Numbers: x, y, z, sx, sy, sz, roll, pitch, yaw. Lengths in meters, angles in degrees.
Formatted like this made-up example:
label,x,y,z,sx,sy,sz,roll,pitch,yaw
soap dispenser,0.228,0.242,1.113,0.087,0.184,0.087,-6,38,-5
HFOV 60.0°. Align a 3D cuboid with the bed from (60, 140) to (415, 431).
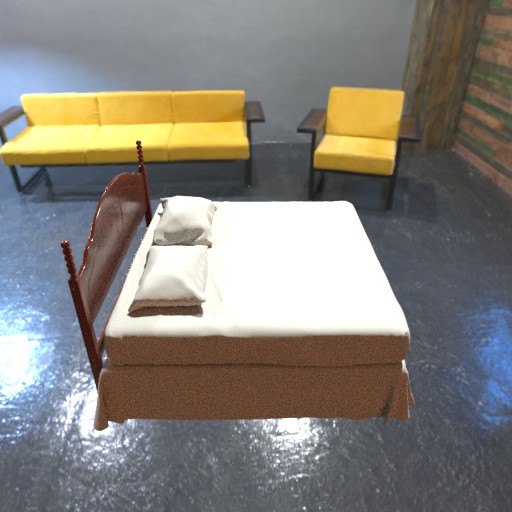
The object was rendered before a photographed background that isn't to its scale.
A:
label,x,y,z,sx,sy,sz,roll,pitch,yaw
bed,0.000,0.000,3.615,2.219,1.355,2.322,0,32,0
